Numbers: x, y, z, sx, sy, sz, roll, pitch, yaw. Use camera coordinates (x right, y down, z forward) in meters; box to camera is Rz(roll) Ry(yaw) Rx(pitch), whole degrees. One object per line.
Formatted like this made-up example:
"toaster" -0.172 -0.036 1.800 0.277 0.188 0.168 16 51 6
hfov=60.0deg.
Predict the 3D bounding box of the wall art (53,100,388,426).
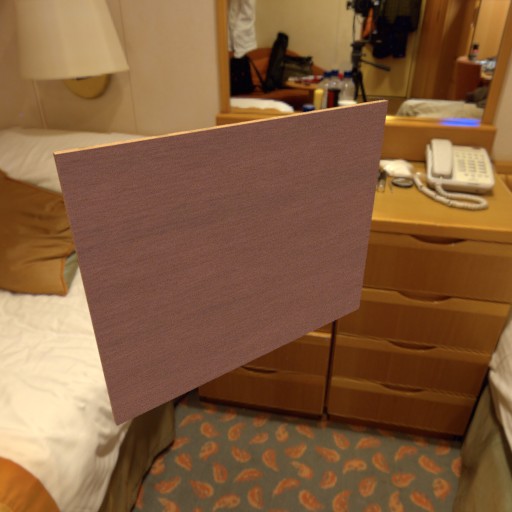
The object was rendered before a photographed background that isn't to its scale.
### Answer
"wall art" 0.000 0.000 0.683 0.508 0.408 0.010 -19 35 -30
